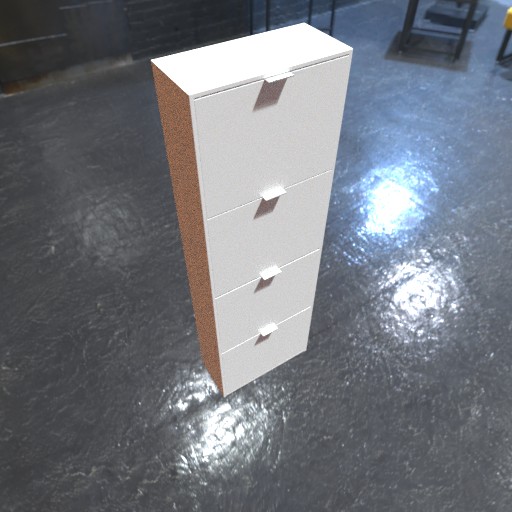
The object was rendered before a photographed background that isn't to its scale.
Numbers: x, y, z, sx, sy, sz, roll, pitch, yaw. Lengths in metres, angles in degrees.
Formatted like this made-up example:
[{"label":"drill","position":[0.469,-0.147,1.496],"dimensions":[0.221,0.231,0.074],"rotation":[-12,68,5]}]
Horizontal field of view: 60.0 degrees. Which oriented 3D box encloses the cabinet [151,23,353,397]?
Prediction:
[{"label":"cabinet","position":[0.000,0.000,1.827],"dimensions":[0.520,1.630,0.255],"rotation":[-25,52,-21]}]
